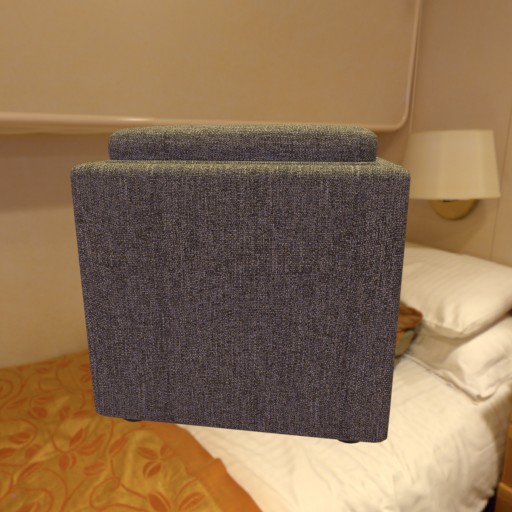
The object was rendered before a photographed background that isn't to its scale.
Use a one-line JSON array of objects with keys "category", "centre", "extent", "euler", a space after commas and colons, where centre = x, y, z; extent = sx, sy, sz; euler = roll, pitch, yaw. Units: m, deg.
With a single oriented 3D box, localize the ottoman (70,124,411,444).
[{"category": "ottoman", "centre": [0.000, 0.000, 0.816], "extent": [0.450, 0.460, 0.450], "euler": [2, 15, 8]}]
